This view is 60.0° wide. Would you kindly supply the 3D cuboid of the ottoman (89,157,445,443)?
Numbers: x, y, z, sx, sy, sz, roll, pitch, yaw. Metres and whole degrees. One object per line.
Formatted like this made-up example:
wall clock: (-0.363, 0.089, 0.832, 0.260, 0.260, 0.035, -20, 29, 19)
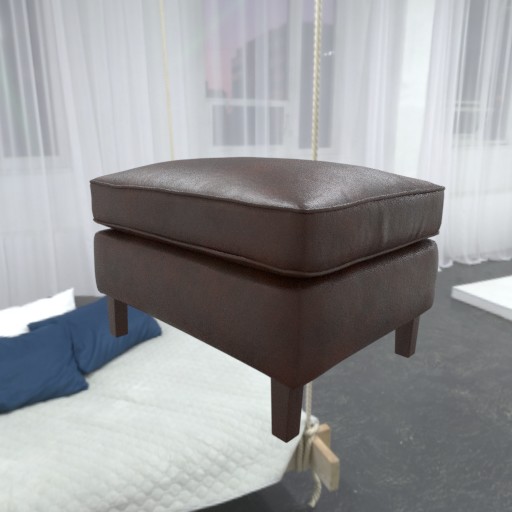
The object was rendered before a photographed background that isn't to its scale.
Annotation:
ottoman: (0.000, 0.000, 0.997, 0.501, 0.432, 0.665, -14, 20, -43)
